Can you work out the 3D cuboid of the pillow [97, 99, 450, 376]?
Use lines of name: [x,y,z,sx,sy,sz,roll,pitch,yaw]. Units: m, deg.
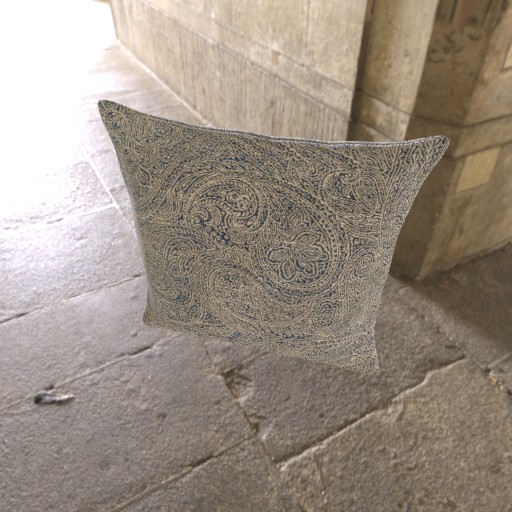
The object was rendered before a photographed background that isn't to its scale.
pillow: [0.000,0.000,0.790,0.523,0.510,0.166,10,41,11]
